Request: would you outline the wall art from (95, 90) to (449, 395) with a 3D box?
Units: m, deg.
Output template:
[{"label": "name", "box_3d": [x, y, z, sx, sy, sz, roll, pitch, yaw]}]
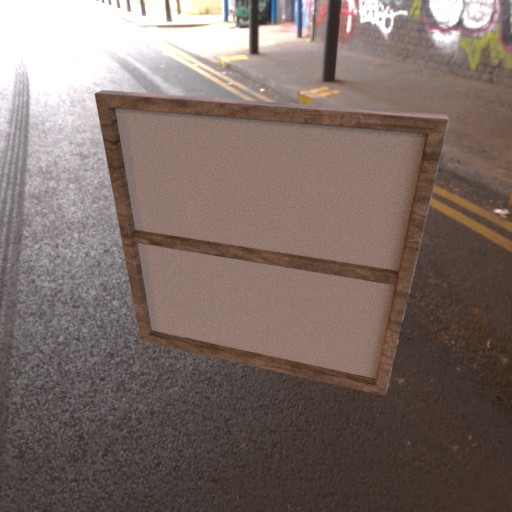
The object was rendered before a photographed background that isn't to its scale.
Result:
[{"label": "wall art", "box_3d": [0.000, 0.000, 1.112, 0.747, 0.747, 0.035, 9, 33, 14]}]
